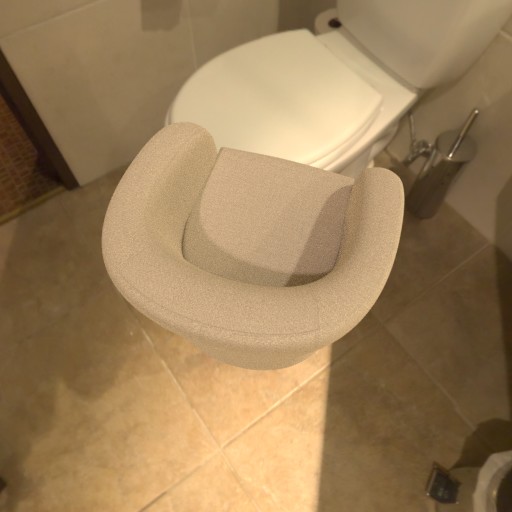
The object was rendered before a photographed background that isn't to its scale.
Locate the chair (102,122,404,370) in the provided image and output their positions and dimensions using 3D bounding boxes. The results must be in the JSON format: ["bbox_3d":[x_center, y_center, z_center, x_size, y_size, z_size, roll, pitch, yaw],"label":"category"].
[{"bbox_3d":[0.000,0.000,1.470,0.791,0.771,0.815,15,64,8],"label":"chair"}]
